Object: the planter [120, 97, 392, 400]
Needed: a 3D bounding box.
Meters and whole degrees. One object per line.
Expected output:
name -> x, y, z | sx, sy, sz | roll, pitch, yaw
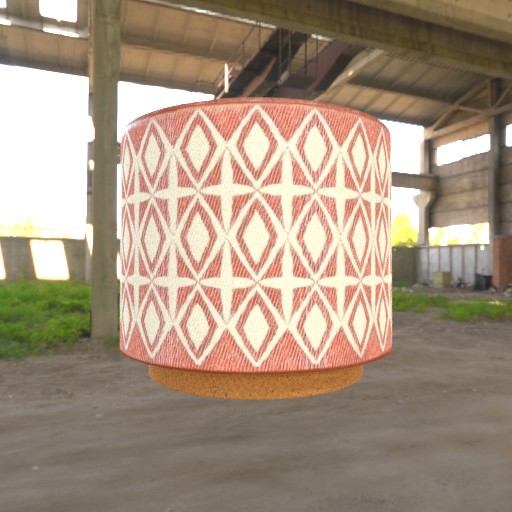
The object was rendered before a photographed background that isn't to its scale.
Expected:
planter -> 0.000, 0.000, 0.467 | 0.273, 0.237, 0.273 | 0, -1, 0
